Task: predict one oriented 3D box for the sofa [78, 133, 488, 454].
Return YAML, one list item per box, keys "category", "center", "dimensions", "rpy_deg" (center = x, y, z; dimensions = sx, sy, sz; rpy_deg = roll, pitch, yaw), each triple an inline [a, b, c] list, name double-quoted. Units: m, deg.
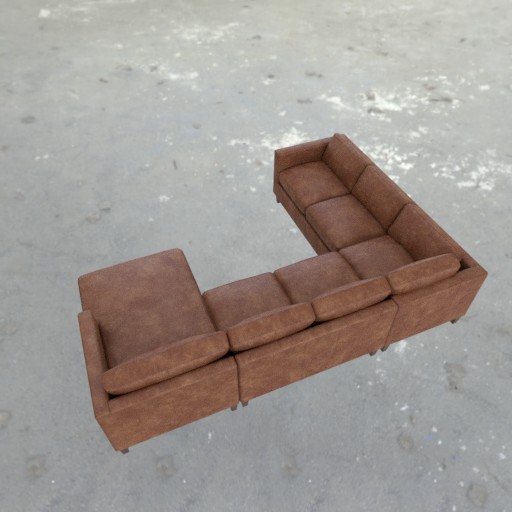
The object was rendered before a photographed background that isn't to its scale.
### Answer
- category: "sofa"
  center: [0.000, 0.000, 4.349]
  dimensions: [3.324, 0.888, 2.452]
  rpy_deg: [-17, 49, -15]
